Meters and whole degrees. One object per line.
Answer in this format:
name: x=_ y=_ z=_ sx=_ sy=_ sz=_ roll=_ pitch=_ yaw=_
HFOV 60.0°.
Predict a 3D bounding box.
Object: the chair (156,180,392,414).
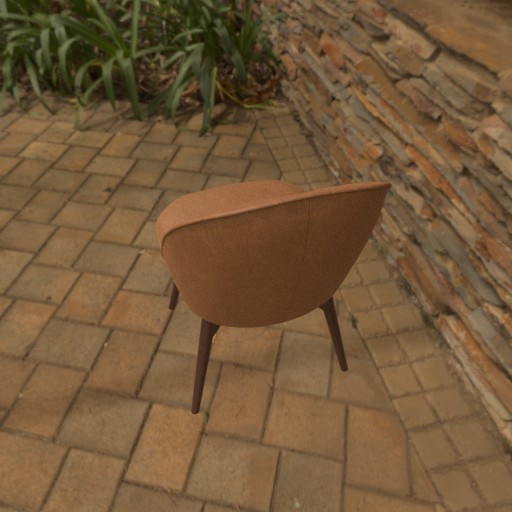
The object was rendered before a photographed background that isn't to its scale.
chair: x=0.000 y=0.000 z=1.241 sx=0.521 sy=0.831 sz=0.631 roll=-12 pitch=44 yaw=-13
